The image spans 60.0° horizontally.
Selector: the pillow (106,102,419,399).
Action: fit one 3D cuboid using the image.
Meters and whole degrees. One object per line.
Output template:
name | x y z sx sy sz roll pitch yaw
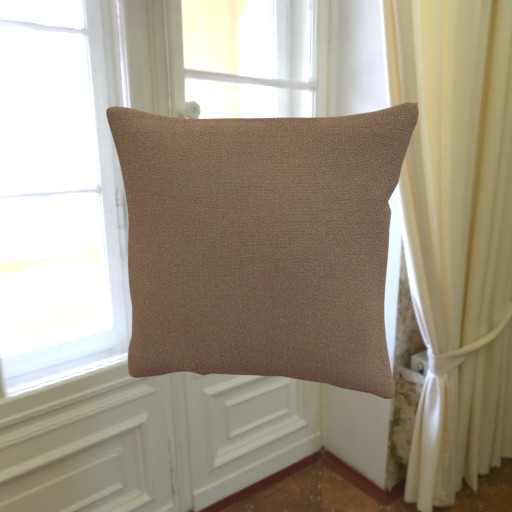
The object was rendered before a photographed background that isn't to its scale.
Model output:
pillow | 0.000 0.000 0.739 0.478 0.479 0.158 2 15 8
